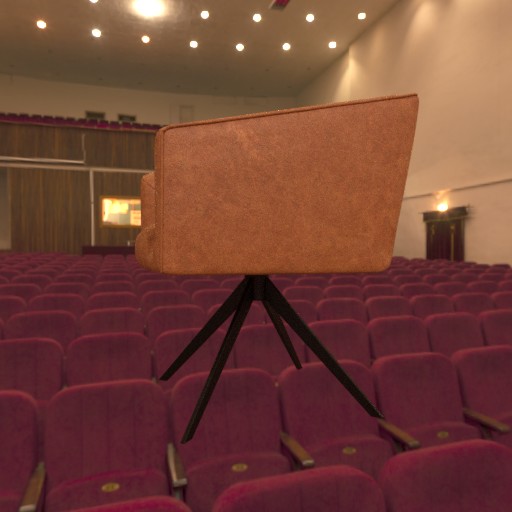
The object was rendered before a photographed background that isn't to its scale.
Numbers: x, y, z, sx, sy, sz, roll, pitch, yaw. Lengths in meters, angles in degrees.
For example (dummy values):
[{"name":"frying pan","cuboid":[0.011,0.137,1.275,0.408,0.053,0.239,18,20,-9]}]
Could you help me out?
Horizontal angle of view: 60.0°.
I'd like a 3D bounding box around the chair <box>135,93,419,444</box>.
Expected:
[{"name":"chair","cuboid":[0.000,0.000,1.201,0.625,0.760,0.588,0,0,-18]}]
